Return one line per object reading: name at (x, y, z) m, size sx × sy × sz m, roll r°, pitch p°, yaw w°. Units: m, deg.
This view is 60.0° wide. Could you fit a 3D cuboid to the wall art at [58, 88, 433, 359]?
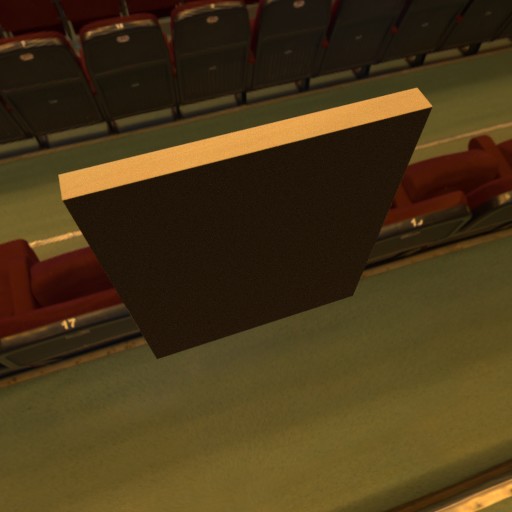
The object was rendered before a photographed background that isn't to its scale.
wall art at (0.000, 0.000, 0.720) m, size 0.435 × 0.511 × 0.037 m, roll -16°, pitch 60°, yaw -10°
